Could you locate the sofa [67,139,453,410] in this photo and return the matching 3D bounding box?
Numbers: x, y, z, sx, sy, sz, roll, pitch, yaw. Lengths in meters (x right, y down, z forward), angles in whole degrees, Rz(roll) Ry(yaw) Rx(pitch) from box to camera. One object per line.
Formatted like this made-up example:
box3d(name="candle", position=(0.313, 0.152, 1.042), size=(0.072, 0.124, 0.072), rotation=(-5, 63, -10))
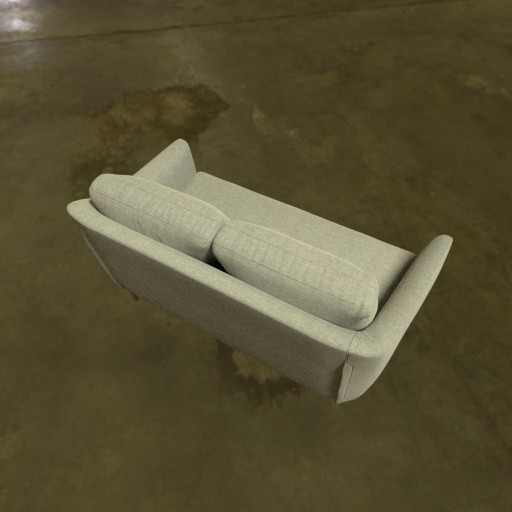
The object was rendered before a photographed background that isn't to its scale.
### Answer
box3d(name="sofa", position=(0.000, 0.000, 2.200), size=(1.619, 0.904, 0.960), rotation=(24, 52, 20))
